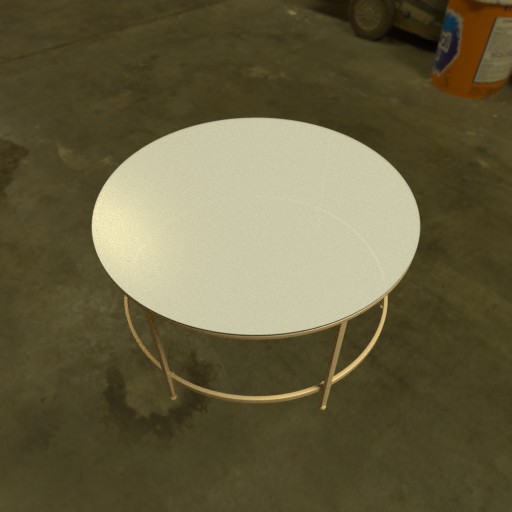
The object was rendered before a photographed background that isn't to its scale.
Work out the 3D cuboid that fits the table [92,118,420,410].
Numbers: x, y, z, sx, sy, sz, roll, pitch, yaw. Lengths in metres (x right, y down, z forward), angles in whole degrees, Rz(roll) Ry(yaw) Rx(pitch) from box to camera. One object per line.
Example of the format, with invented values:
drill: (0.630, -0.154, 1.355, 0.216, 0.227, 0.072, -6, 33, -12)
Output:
table: (0.000, 0.000, 1.436, 0.914, 0.470, 0.914, 0, 46, 0)
